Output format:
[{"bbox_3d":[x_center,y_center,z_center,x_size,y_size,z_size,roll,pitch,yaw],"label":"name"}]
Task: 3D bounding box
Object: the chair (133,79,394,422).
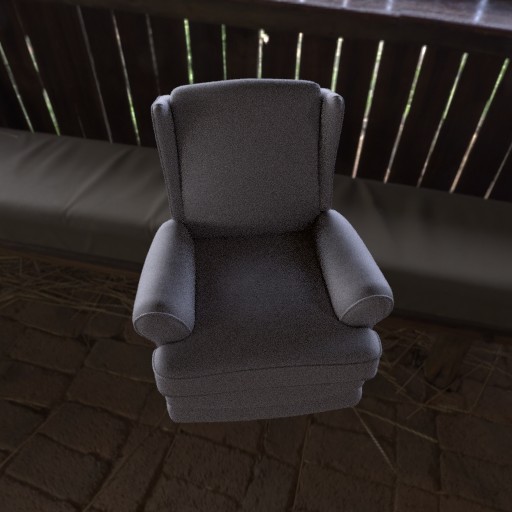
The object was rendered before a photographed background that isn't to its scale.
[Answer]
[{"bbox_3d":[0.000,0.000,1.683,0.847,1.011,0.969,-4,46,-4],"label":"chair"}]
